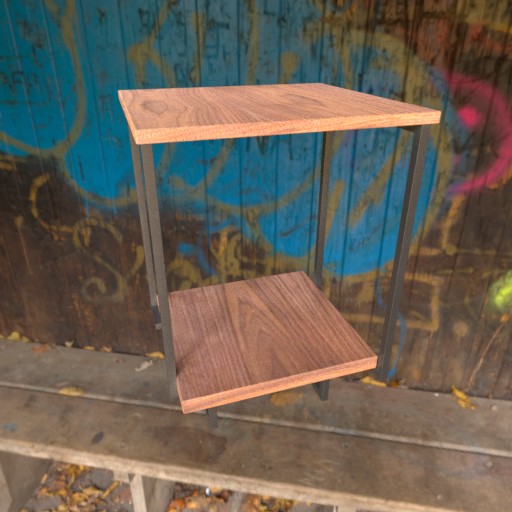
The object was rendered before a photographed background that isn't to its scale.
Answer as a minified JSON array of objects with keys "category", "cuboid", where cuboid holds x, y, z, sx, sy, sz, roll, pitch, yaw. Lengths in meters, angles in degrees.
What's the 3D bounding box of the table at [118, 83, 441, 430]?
[{"category":"table","cuboid":[0.000,0.000,0.842,0.411,0.567,0.384,-8,28,-16]}]
